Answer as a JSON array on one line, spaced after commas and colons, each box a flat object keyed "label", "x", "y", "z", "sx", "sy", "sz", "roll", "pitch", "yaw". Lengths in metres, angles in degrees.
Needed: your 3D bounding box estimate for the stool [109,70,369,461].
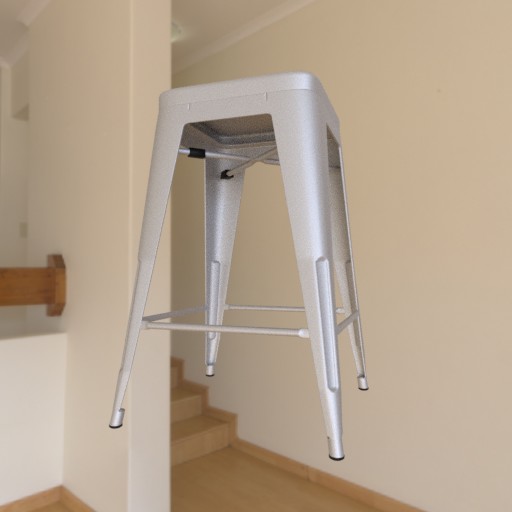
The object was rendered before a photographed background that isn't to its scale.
[{"label": "stool", "x": 0.000, "y": 0.000, "z": 0.905, "sx": 0.410, "sy": 0.608, "sz": 0.410, "roll": 0, "pitch": -1, "yaw": 19}]
